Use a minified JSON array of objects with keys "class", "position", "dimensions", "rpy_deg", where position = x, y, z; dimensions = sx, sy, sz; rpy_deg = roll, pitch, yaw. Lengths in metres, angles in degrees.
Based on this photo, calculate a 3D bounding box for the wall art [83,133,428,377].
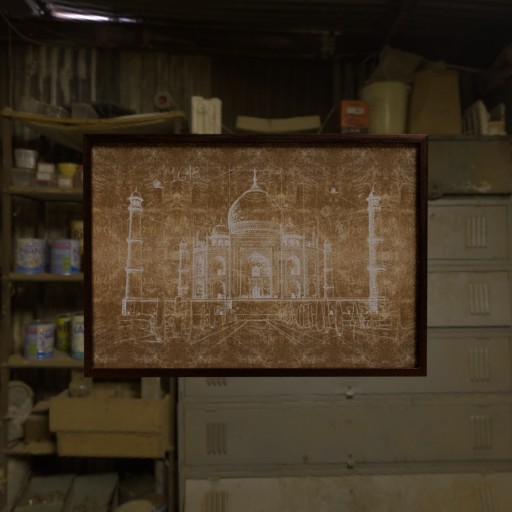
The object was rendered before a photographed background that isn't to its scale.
[{"class":"wall art","position":[0.000,0.000,0.560],"dimensions":[0.431,0.304,0.012],"rpy_deg":[0,1,0]}]
